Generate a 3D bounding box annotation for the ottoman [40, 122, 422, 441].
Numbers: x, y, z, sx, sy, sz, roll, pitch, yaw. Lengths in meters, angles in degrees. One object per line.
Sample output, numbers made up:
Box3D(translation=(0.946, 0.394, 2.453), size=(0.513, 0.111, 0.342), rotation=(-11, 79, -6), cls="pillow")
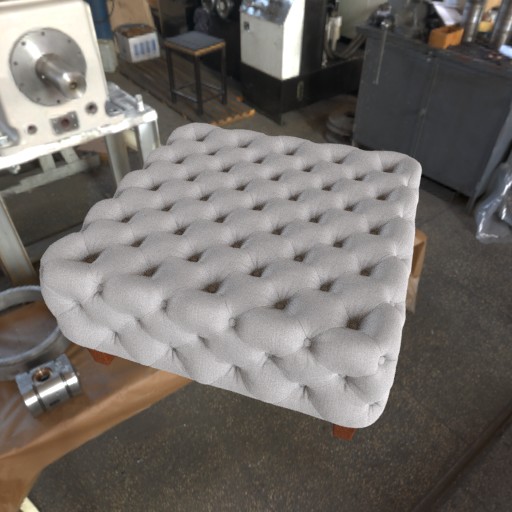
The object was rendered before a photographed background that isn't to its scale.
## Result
Box3D(translation=(0.000, 0.000, 1.170), size=(0.758, 0.365, 0.764), rotation=(13, 43, 14), cls="ottoman")
